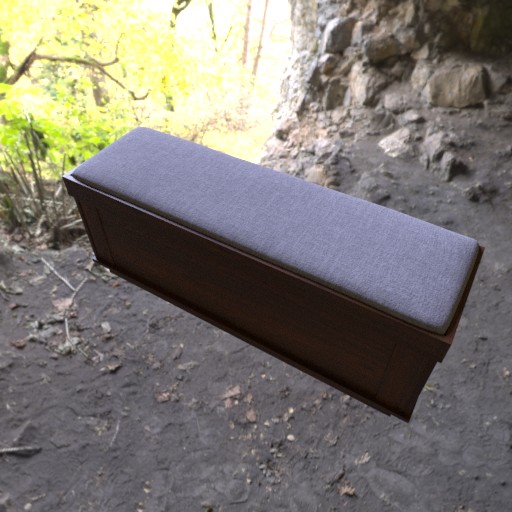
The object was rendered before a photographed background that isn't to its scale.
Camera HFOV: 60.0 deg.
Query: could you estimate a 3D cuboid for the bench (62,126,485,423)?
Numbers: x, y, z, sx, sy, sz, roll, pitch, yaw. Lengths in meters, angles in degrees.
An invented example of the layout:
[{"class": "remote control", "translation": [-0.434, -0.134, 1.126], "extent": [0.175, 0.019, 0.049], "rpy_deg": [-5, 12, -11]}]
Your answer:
[{"class": "bench", "translation": [0.000, 0.000, 1.415], "extent": [1.196, 0.468, 0.367], "rpy_deg": [23, 49, 22]}]
